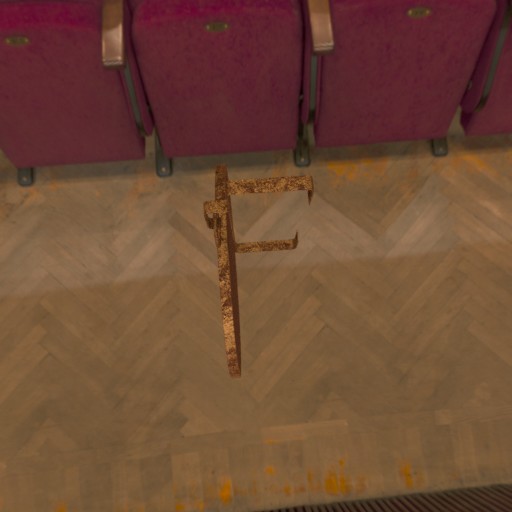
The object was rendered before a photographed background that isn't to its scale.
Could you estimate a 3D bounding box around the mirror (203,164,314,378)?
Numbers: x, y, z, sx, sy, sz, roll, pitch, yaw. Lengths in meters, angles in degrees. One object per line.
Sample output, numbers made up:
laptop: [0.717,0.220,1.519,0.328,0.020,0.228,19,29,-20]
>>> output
mirror: [0.000,0.000,0.856,0.144,0.651,0.447,-4,75,-1]
